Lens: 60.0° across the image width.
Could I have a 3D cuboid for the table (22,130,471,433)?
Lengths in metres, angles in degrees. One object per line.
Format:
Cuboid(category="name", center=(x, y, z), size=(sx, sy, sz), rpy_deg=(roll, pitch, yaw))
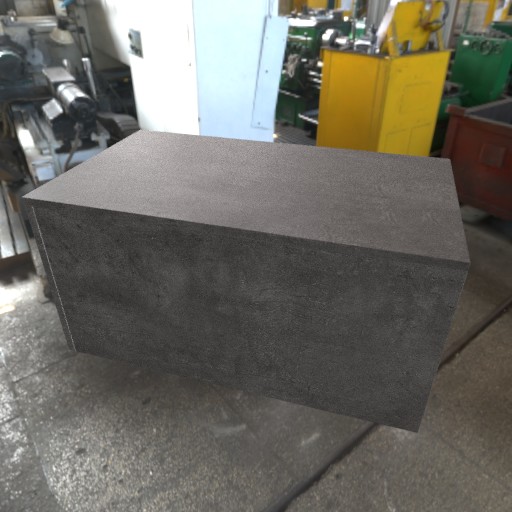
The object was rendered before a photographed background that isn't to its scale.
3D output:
Cuboid(category="table", center=(0.000, 0.000, 0.914), size=(0.700, 0.350, 0.400), rpy_deg=(9, 34, 14))
